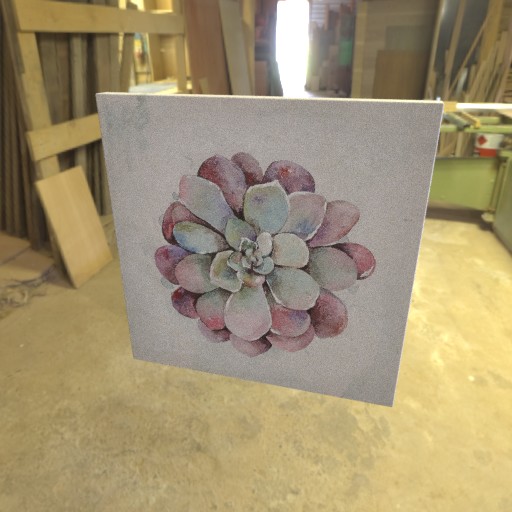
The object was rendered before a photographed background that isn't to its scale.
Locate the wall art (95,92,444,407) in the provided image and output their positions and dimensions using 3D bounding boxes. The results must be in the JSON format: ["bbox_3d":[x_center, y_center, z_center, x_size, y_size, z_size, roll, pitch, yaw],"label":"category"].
[{"bbox_3d":[0.000,0.000,0.891,0.605,0.605,0.044,7,26,14],"label":"wall art"}]
